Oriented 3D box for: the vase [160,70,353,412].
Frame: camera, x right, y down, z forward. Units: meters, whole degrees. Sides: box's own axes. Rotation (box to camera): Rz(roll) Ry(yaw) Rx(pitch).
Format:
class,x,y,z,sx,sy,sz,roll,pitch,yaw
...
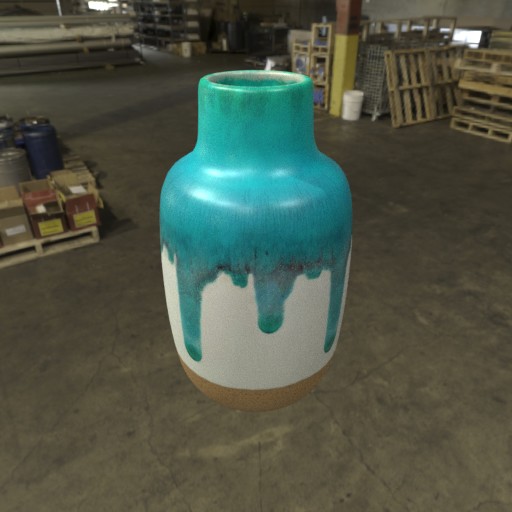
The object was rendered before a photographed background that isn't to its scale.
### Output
class,x,y,z,sx,sy,sz,roll,pitch,yaw
vase,0.000,0.000,0.254,0.106,0.192,0.106,0,31,0
